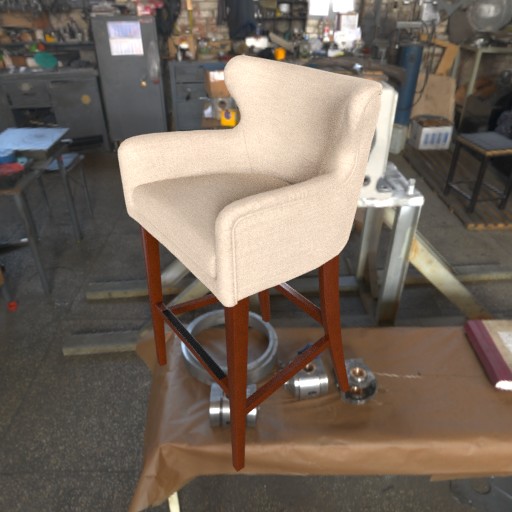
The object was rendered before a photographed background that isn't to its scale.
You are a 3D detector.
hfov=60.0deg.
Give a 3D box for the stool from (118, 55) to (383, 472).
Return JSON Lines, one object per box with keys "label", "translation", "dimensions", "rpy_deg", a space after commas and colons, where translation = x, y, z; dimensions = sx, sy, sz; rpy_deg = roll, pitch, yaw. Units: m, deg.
{"label": "stool", "translation": [0.000, 0.000, 1.330], "dimensions": [0.563, 1.034, 0.556], "rpy_deg": [-21, 38, -30]}
